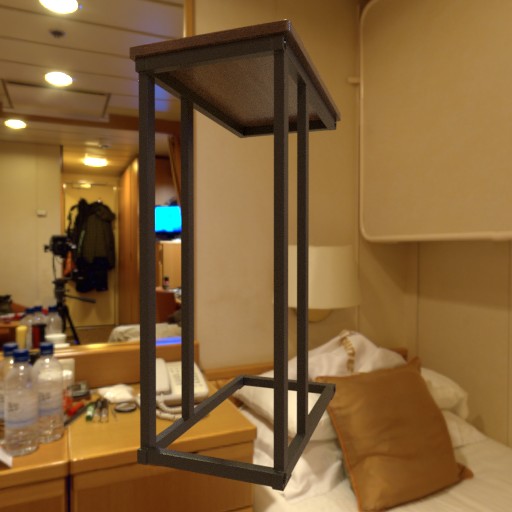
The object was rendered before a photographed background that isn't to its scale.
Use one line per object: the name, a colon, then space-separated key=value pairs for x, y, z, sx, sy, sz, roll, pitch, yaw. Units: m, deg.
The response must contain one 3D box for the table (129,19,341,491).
table: x=0.000 y=0.000 z=0.846 sx=0.254 sy=0.637 sz=0.450 roll=0 pitch=1 yaw=19
